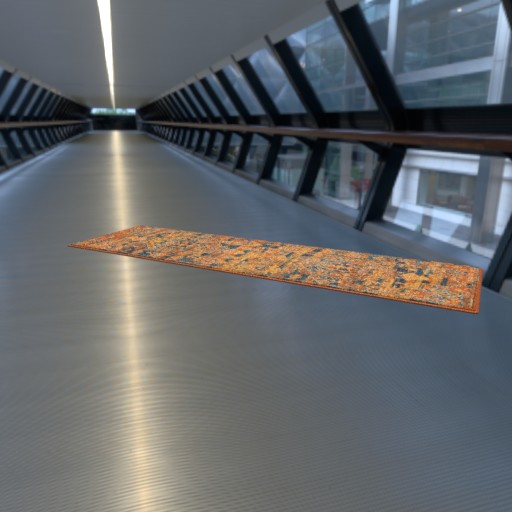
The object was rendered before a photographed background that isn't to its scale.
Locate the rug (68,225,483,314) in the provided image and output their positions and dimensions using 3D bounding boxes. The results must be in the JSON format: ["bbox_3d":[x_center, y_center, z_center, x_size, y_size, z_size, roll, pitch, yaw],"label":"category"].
[{"bbox_3d":[0.000,0.000,2.491,2.274,0.016,0.651,8,18,26],"label":"rug"}]
